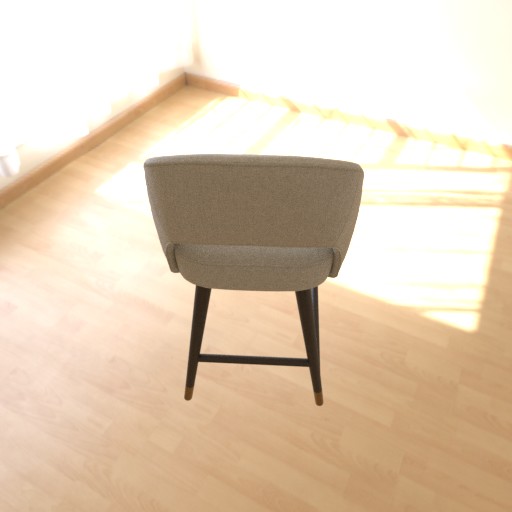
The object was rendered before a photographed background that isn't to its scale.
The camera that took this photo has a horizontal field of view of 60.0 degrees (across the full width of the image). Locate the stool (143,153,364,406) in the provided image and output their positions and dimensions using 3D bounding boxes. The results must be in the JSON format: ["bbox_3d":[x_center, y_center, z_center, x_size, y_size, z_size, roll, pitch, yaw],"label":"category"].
[{"bbox_3d":[0.000,0.000,1.245,0.494,0.940,0.509,2,45,2],"label":"stool"}]
